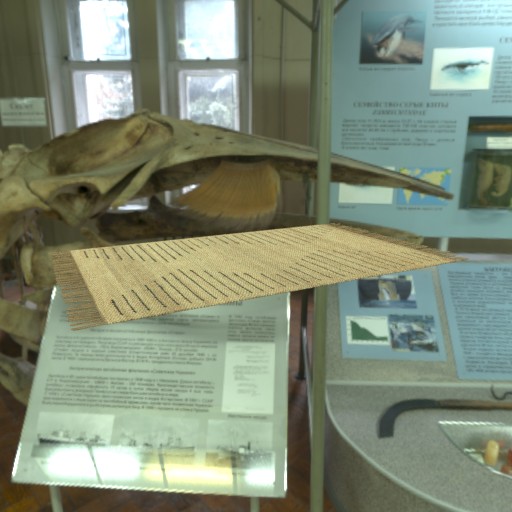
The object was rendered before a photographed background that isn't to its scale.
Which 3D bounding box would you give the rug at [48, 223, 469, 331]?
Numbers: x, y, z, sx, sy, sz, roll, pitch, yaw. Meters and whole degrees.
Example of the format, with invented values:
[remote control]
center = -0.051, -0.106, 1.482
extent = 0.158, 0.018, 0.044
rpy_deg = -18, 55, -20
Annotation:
[rug]
center = 0.000, 0.000, 2.506
extent = 2.085, 0.027, 1.224
rpy_deg = -7, 16, -27
